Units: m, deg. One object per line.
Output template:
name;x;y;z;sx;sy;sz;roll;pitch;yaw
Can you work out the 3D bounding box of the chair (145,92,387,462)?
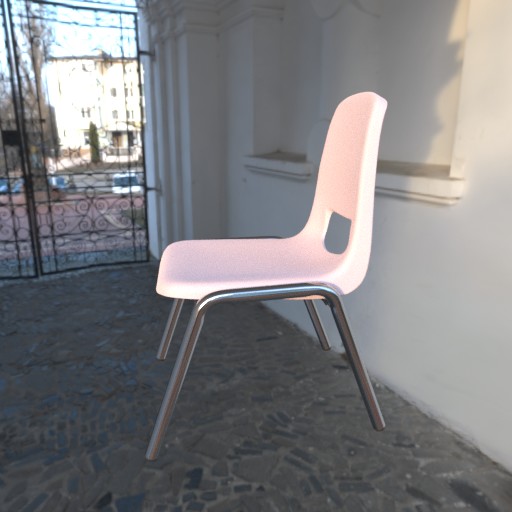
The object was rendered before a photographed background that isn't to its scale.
chair;0.000;0.000;0.838;0.423;0.586;0.354;-3;16;-9
